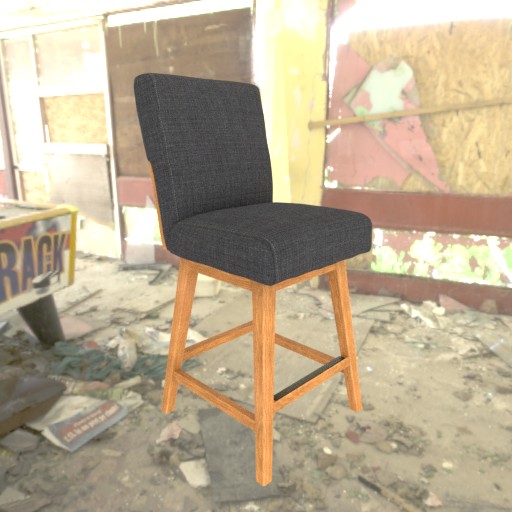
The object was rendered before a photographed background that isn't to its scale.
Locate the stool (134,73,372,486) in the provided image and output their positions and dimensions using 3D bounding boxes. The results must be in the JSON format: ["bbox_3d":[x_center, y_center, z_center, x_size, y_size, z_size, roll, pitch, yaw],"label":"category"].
[{"bbox_3d":[0.000,0.000,1.301,0.526,1.010,0.459,15,21,43],"label":"stool"}]
